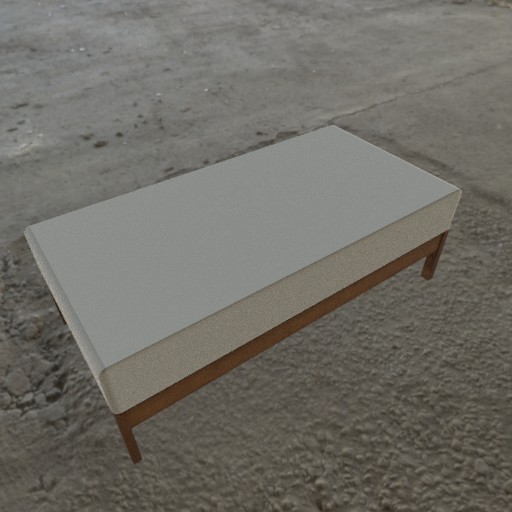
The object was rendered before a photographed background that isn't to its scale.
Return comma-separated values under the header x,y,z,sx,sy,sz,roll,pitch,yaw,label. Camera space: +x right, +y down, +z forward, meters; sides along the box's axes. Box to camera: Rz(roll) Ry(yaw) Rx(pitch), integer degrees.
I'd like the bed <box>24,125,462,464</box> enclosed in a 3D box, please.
x,y,z,sx,sy,sz,roll,pitch,yaw,label
0.000,0.000,2.311,1.902,0.616,0.961,-25,46,-26,bed
